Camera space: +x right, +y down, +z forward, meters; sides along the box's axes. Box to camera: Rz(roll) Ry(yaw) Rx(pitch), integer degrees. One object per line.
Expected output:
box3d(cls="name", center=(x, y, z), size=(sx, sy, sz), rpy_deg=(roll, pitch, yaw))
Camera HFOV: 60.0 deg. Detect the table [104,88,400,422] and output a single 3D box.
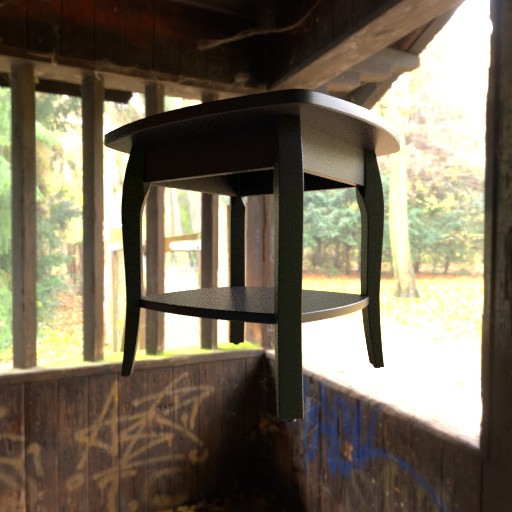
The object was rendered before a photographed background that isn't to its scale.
box3d(cls="table", center=(0.000, 0.000, 0.870), size=(0.508, 0.457, 0.457), rpy_deg=(1, 2, 36))
